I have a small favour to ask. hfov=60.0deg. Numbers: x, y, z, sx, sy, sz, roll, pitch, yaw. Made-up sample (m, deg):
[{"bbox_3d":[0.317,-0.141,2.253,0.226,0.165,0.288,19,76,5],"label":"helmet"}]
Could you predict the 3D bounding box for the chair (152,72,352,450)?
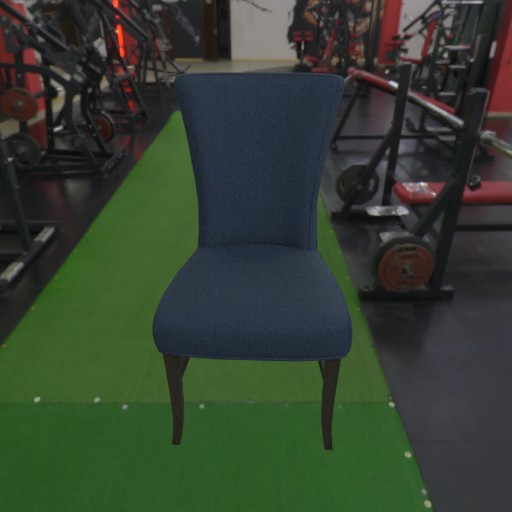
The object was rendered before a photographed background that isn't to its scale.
[{"bbox_3d":[0.000,0.000,1.369,0.520,0.991,0.660,1,30,2],"label":"chair"}]
